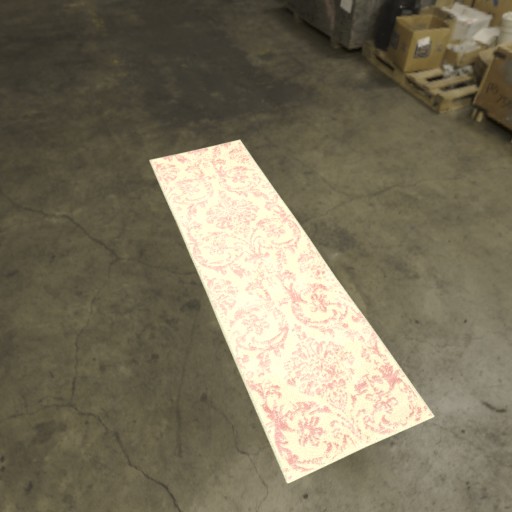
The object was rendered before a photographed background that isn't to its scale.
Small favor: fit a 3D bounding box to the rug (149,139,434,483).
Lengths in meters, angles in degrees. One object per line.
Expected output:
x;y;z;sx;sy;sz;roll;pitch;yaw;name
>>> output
0.000;0.000;2.401;0.662;0.011;2.196;-17;49;-15;rug
